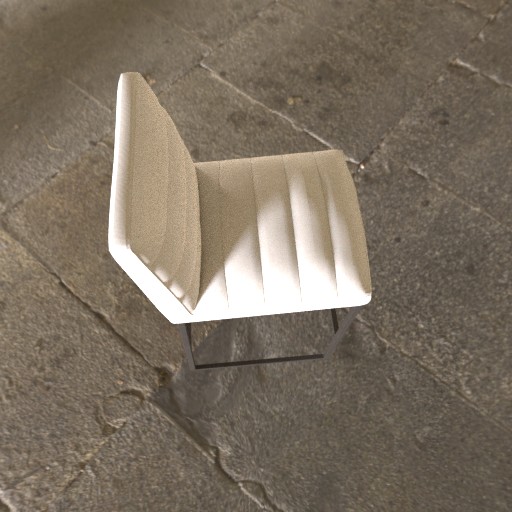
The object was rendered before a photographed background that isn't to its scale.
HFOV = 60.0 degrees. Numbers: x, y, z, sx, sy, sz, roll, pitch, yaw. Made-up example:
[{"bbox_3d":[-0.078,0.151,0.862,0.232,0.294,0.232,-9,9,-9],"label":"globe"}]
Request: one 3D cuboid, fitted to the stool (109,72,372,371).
[{"bbox_3d":[0.000,0.000,1.346,0.573,1.061,0.464,-5,65,-2],"label":"stool"}]
